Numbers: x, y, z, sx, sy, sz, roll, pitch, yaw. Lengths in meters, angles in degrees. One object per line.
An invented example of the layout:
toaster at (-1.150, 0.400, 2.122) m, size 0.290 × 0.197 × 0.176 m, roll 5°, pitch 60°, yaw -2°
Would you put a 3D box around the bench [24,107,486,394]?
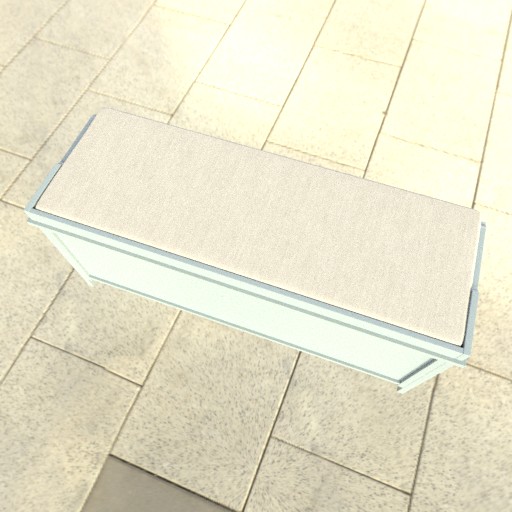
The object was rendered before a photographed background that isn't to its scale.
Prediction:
bench at (0.000, 0.000, 1.345) m, size 1.140 × 0.501 × 0.398 m, roll 18°, pitch 65°, yaw 8°
